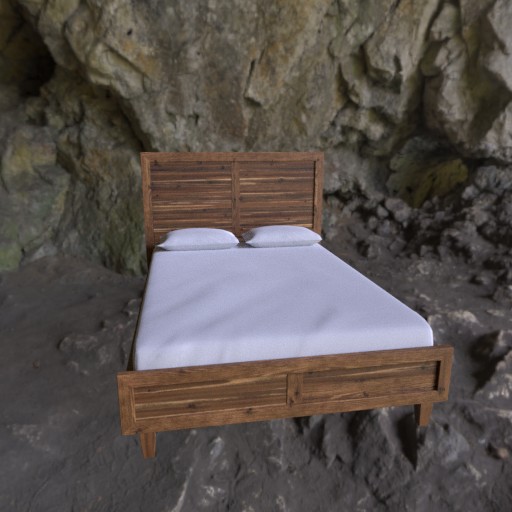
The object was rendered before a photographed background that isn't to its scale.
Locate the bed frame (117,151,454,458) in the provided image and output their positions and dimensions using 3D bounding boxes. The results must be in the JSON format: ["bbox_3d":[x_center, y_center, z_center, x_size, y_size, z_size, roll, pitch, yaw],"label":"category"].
[{"bbox_3d":[0.000,0.000,3.195,1.696,1.417,2.276,-2,14,-10],"label":"bed frame"}]
